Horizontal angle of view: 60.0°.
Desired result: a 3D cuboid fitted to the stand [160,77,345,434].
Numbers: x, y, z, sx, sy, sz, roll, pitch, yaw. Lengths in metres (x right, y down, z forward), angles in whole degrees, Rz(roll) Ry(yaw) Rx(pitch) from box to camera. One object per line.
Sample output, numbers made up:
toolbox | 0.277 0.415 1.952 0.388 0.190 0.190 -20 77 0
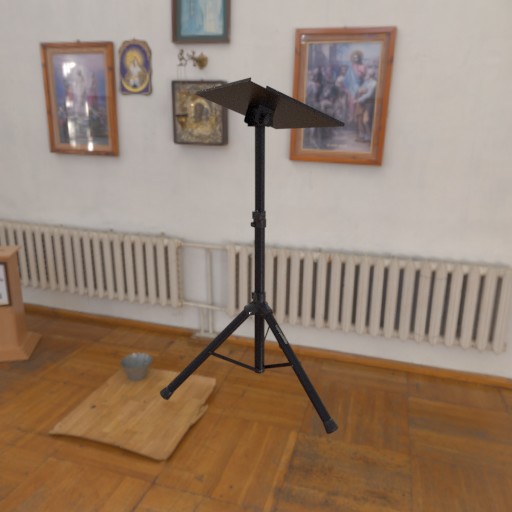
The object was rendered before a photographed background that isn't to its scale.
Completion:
stand | 0.000 0.000 1.661 0.702 1.198 0.702 -8 16 -27
